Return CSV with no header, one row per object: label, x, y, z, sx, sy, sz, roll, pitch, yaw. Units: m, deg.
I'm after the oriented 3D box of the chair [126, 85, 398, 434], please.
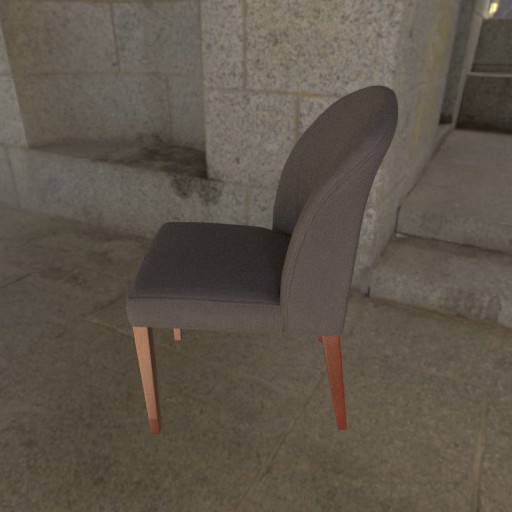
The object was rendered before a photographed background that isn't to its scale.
chair,0.000,0.000,1.226,0.619,0.879,0.506,0,26,0
